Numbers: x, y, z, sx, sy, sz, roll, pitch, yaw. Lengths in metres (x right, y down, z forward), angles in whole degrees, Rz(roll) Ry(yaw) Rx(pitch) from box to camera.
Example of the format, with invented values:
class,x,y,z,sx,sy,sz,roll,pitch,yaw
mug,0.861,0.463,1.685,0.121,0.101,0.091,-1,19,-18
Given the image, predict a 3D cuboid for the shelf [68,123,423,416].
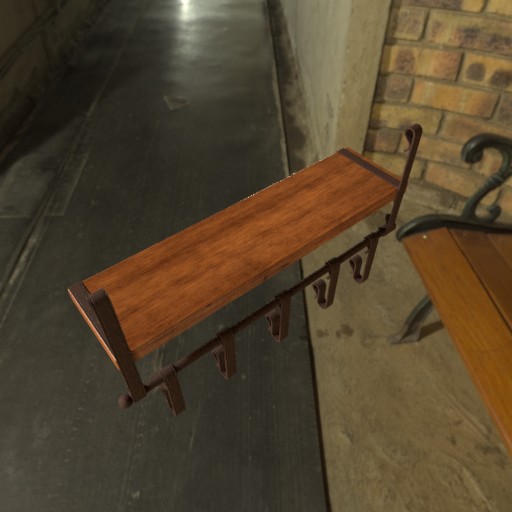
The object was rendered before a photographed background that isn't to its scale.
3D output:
class,x,y,z,sx,sy,sz,roll,pitch,yaw
shelf,0.000,0.000,0.708,0.567,0.330,0.146,-30,54,-26
